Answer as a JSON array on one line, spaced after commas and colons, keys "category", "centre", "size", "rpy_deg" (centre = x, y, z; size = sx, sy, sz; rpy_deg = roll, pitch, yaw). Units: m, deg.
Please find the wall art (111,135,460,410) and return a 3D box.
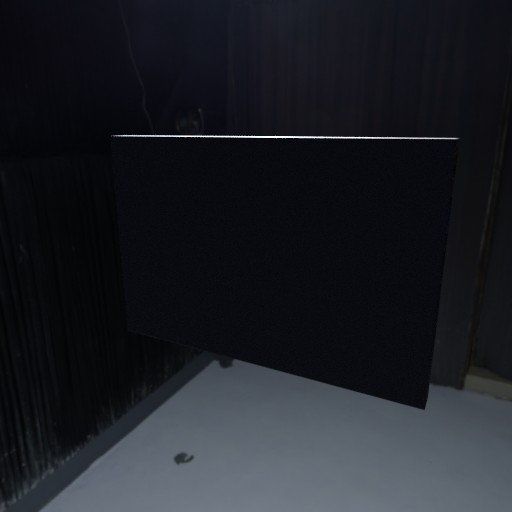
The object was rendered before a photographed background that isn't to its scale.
[{"category": "wall art", "centre": [0.000, 0.000, 0.783], "size": [0.610, 0.406, 0.037], "rpy_deg": [8, 18, 27]}]
